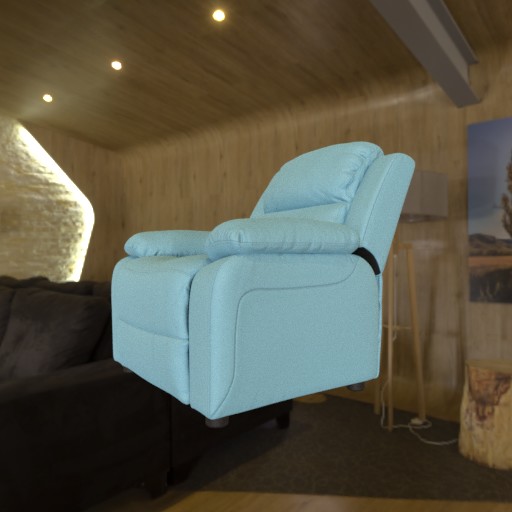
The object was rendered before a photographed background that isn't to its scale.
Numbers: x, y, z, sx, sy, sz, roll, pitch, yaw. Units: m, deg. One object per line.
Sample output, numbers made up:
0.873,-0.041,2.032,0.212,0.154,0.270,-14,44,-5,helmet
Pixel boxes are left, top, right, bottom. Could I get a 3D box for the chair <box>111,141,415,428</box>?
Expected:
0.000,0.000,1.289,0.709,0.702,0.680,0,0,-35,chair
